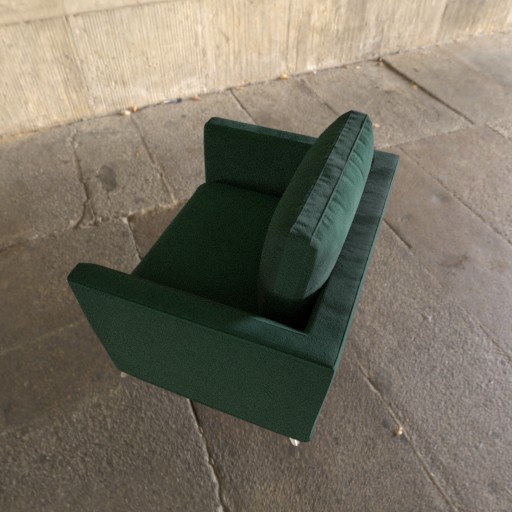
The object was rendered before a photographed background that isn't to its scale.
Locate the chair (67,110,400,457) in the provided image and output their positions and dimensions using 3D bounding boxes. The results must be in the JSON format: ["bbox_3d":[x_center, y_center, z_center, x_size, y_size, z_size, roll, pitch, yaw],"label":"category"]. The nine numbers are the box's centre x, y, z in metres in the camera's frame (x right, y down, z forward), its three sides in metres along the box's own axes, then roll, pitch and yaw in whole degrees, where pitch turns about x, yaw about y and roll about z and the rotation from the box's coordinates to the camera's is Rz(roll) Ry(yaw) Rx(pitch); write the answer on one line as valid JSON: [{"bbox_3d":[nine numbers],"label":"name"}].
[{"bbox_3d":[0.000,0.000,1.742,0.852,0.997,1.047,16,49,15],"label":"chair"}]
